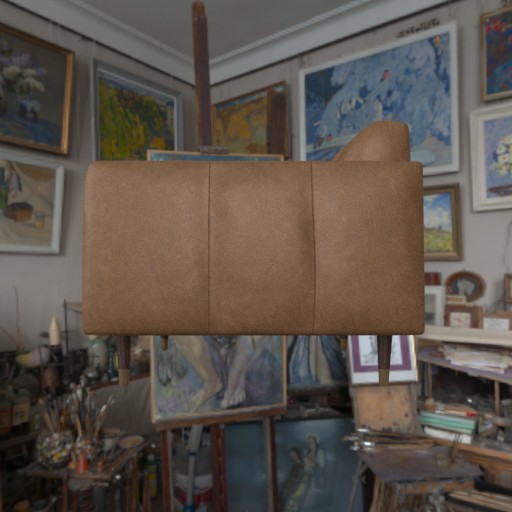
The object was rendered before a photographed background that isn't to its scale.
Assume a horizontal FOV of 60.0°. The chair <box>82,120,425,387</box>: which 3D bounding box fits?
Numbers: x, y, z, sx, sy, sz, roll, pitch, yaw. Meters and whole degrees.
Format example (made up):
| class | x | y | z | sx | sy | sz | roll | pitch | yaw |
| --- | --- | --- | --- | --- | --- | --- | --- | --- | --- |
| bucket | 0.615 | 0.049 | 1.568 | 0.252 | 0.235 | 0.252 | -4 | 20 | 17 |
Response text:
| class | x | y | z | sx | sy | sz | roll | pitch | yaw |
| --- | --- | --- | --- | --- | --- | --- | --- | --- | --- |
| chair | 0.000 | 0.000 | 1.680 | 0.998 | 0.819 | 0.953 | 0 | -2 | 0 |
